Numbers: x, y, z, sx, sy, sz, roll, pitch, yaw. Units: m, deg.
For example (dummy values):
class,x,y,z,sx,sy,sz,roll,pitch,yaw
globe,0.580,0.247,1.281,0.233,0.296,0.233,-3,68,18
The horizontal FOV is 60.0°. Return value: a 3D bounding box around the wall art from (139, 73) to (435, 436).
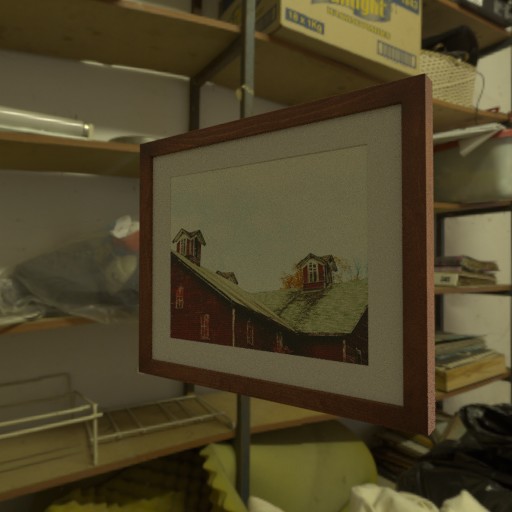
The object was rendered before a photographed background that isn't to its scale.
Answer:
class,x,y,z,sx,sy,sz,roll,pitch,yaw
wall art,0.000,0.000,0.736,0.558,0.457,0.033,-1,-1,36
